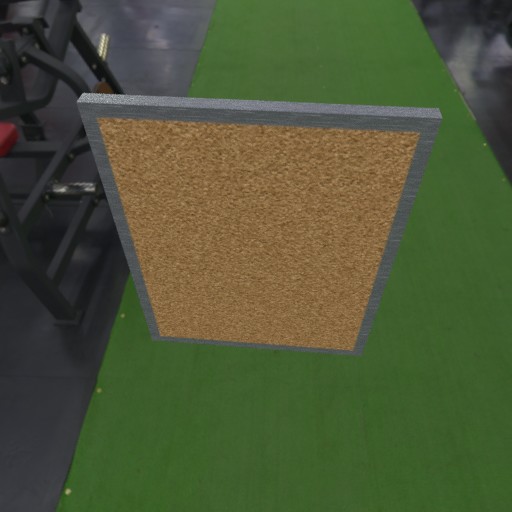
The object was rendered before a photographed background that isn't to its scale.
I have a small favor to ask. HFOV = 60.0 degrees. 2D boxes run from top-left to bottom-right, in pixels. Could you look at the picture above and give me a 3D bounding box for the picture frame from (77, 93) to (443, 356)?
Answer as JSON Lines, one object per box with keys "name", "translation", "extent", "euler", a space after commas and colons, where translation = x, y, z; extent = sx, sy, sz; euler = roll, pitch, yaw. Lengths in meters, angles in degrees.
{"name": "picture frame", "translation": [0.000, 0.000, 0.761], "extent": [0.454, 0.559, 0.029], "euler": [4, 47, 3]}
